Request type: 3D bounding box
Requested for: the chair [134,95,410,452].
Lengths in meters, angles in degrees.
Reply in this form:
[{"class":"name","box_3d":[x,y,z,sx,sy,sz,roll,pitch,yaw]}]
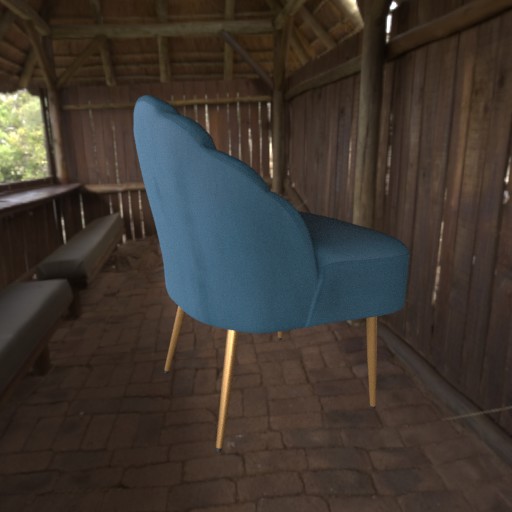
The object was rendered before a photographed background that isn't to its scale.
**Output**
[{"class":"chair","box_3d":[0.000,0.000,1.234,0.599,0.819,0.657,-8,16,-27]}]
